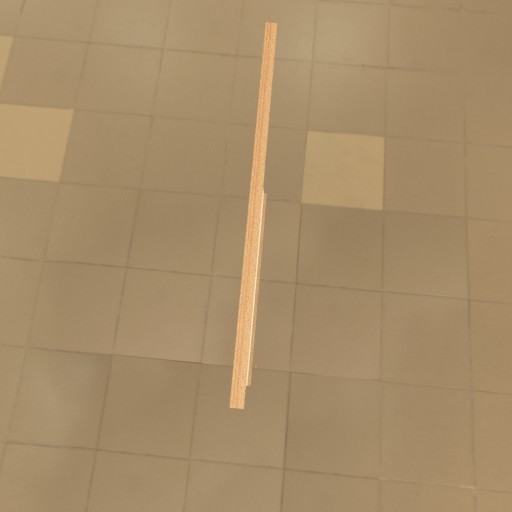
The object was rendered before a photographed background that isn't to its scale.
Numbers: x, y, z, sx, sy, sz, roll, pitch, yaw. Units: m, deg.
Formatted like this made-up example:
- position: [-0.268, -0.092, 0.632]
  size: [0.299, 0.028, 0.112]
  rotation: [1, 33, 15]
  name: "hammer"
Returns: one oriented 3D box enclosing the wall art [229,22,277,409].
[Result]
- position: [0.000, 0.000, 0.687]
  size: [0.013, 0.508, 0.406]
  rotation: [5, 76, 1]
  name: "wall art"
